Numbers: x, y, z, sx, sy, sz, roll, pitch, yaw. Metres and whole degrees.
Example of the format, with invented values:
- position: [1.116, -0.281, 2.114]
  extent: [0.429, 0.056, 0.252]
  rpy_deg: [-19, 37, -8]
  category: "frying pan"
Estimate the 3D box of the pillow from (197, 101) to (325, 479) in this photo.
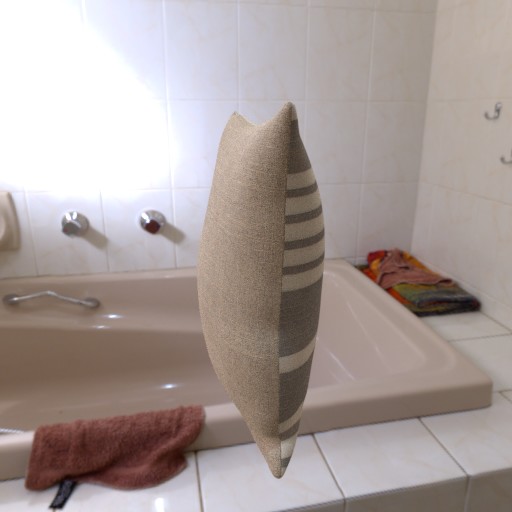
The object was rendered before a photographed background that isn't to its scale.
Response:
- position: [0.000, 0.000, 0.683]
  extent: [0.182, 0.440, 0.439]
  rpy_deg: [-3, 18, -9]
  category: "pillow"
